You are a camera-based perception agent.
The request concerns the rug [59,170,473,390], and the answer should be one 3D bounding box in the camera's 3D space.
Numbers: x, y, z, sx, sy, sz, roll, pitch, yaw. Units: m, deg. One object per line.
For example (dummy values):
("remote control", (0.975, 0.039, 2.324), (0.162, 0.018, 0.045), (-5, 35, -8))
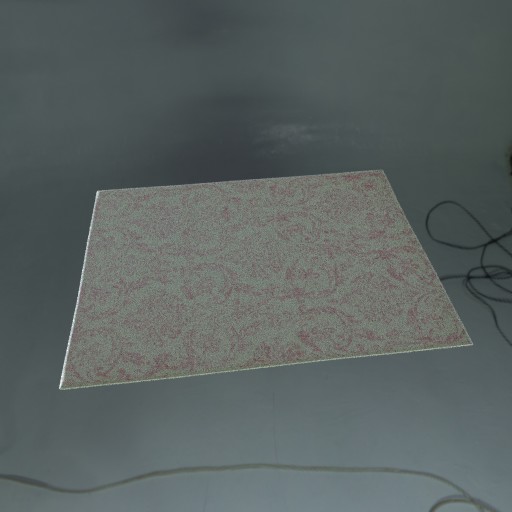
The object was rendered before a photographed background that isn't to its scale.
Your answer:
("rug", (0.000, 0.000, 2.873), (2.202, 0.014, 1.598), (-5, 48, -5))
